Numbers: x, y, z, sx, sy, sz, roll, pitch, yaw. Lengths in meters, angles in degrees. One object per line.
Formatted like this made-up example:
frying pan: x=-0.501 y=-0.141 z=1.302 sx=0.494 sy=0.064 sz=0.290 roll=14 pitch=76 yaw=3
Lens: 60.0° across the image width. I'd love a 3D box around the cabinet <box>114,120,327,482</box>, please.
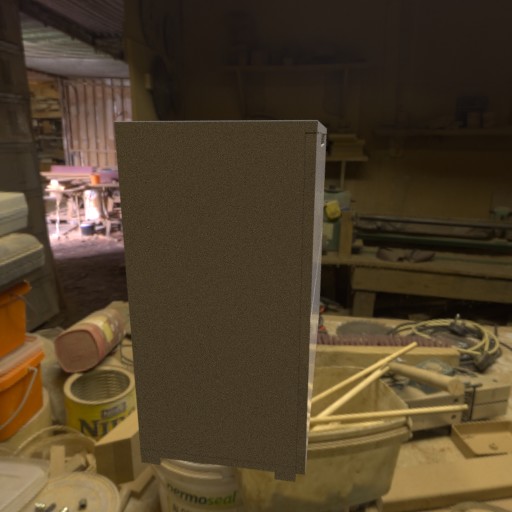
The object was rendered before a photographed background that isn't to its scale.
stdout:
cabinet: x=0.000 y=0.000 z=1.423 sx=0.400 sy=0.800 sz=1.000 roll=3 pitch=15 yaw=9
